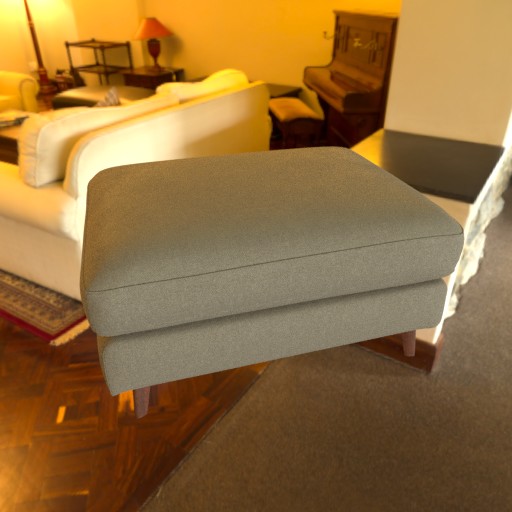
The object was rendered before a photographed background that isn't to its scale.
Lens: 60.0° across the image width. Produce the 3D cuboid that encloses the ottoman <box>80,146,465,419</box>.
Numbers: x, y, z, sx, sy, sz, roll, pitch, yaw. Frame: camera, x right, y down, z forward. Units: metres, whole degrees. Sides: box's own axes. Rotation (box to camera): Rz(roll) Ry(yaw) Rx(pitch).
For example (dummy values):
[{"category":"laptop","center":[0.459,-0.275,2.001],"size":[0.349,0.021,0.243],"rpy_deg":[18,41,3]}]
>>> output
[{"category":"ottoman","center":[0.000,0.000,1.160],"size":[0.811,0.449,0.608],"rpy_deg":[-9,32,-14]}]
